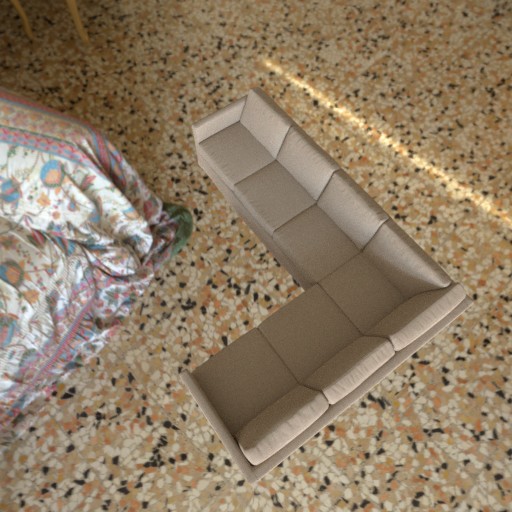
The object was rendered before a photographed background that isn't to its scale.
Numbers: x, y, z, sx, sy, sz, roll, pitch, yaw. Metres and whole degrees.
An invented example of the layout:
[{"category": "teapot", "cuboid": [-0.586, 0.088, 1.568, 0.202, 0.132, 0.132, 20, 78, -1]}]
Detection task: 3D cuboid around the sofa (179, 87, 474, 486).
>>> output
[{"category": "sofa", "cuboid": [0.000, 0.000, 4.322, 2.432, 0.871, 3.182, -33, 68, -15]}]
